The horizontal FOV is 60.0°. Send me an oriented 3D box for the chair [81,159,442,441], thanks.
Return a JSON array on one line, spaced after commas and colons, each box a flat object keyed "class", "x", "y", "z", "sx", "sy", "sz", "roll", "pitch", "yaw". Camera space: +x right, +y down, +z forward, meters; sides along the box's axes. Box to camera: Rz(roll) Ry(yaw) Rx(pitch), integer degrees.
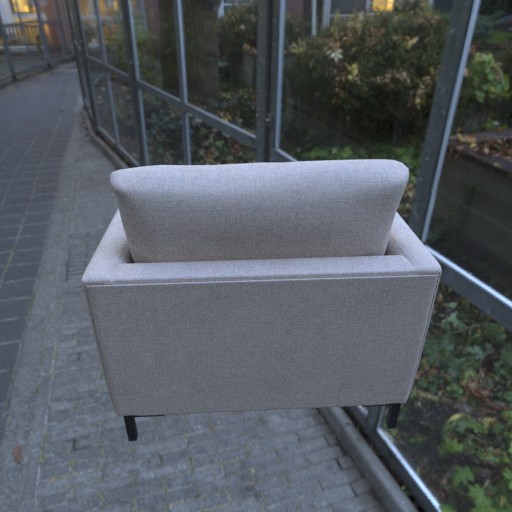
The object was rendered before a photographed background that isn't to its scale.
[{"class": "chair", "x": 0.000, "y": 0.000, "z": 1.593, "sx": 0.963, "sy": 0.861, "sz": 0.866, "roll": -2, "pitch": 30, "yaw": -3}]
